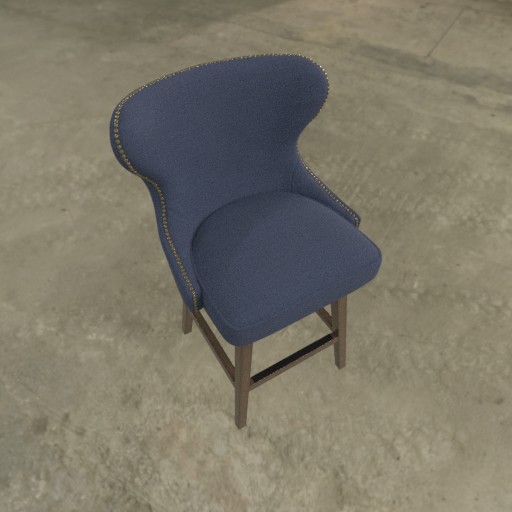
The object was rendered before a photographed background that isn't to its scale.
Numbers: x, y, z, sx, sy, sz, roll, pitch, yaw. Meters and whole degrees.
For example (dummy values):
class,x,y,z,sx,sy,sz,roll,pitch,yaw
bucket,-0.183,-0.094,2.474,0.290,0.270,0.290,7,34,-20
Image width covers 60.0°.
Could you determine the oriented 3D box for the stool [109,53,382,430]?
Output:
class,x,y,z,sx,sy,sz,roll,pitch,yaw
stool,0.000,0.000,1.353,0.615,0.972,0.597,-24,52,-21
